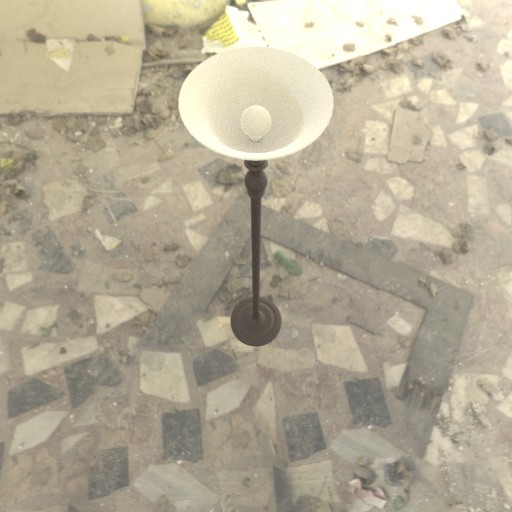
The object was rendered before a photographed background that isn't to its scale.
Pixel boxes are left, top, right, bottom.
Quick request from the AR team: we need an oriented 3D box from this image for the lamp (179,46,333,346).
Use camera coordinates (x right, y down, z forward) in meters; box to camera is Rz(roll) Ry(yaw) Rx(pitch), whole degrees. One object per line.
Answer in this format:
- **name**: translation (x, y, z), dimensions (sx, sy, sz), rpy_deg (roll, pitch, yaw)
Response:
- **lamp**: translation (0.000, 0.000, 1.958), dimensions (0.405, 1.797, 0.405), rpy_deg (16, 64, 8)
